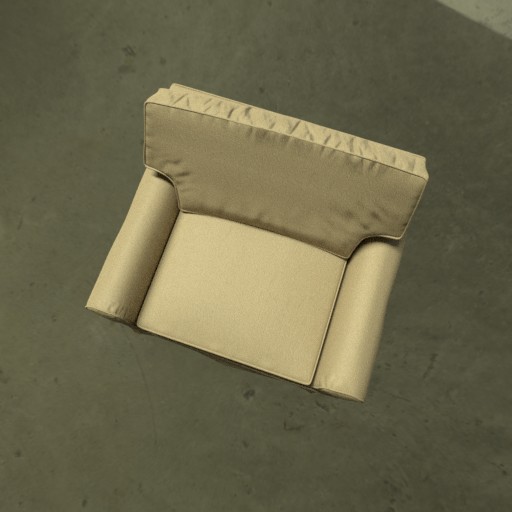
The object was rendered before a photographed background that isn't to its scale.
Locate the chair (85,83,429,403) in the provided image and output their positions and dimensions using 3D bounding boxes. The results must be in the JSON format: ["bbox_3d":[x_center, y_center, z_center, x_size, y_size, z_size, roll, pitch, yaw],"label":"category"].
[{"bbox_3d":[0.000,0.000,1.796,1.096,0.937,0.903,18,76,4],"label":"chair"}]
